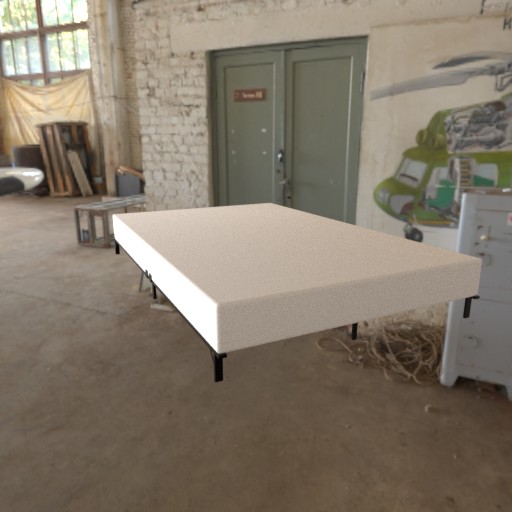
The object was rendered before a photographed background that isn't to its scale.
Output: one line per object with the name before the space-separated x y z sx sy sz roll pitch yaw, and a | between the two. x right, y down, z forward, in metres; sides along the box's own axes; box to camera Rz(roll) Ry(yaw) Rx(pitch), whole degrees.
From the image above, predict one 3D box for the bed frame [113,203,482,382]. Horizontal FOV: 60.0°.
bed frame | 0.000 0.000 3.886 1.930 0.440 2.987 -7 17 -26
